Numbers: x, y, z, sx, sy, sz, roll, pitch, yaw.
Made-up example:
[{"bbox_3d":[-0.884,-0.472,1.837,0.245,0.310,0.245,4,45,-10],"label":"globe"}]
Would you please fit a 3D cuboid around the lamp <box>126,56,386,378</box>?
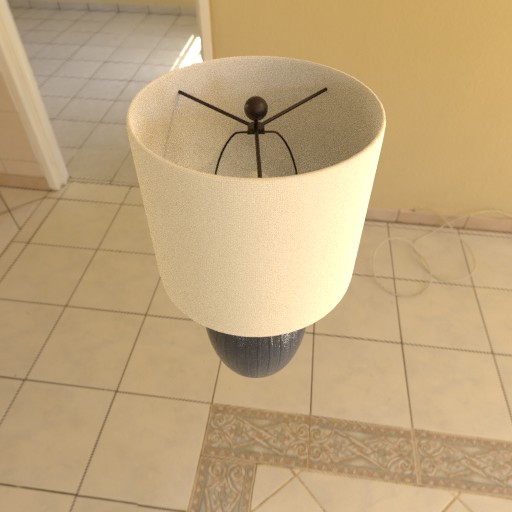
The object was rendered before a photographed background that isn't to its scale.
[{"bbox_3d":[0.000,0.000,0.763,0.329,0.570,0.329,-2,45,-2],"label":"lamp"}]
